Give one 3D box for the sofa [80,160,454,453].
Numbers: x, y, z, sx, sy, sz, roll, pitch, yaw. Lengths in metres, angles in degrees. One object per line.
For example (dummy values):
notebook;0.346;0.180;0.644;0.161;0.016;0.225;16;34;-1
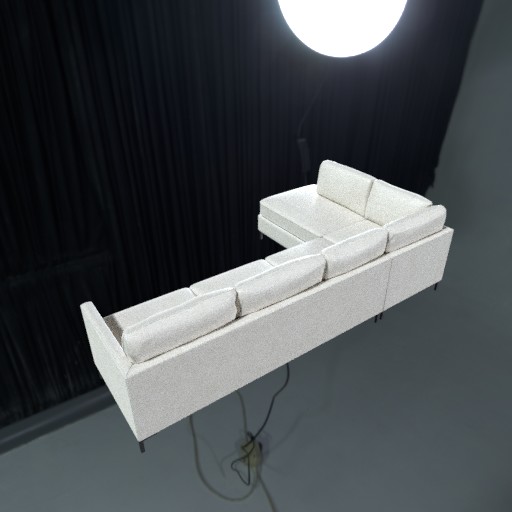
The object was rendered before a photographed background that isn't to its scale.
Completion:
sofa;0.000;0.000;4.333;3.384;0.996;2.048;-20;36;-30
